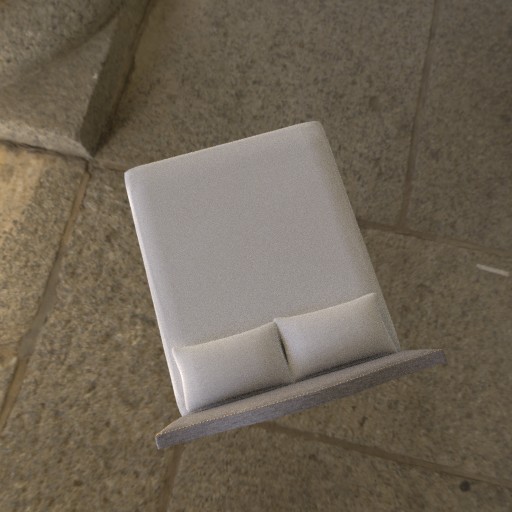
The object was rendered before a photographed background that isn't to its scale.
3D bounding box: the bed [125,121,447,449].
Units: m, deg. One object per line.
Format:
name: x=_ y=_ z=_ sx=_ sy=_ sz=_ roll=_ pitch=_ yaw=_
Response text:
bed: x=0.000 y=0.000 z=2.949 sx=1.610 sy=1.295 sz=1.870 roll=-16 pitch=77 yaw=-4
